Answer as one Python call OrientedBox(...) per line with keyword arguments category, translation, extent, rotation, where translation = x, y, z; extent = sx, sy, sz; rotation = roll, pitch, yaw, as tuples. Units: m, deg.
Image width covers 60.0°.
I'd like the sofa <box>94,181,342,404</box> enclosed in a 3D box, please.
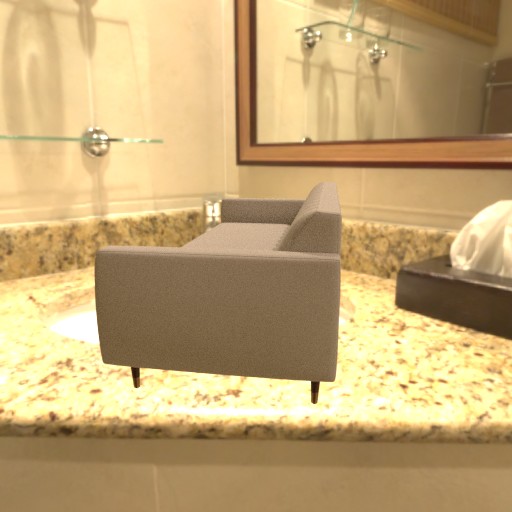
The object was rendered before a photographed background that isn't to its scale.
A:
OrientedBox(category="sofa", translation=(0.000, 0.000, 2.778), extent=(0.990, 0.821, 2.291), rotation=(2, 13, 9))
